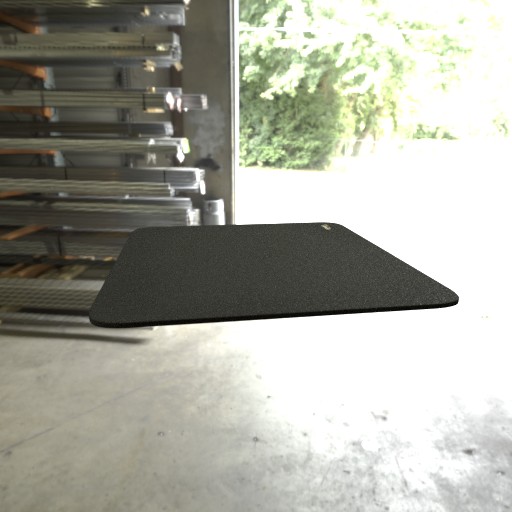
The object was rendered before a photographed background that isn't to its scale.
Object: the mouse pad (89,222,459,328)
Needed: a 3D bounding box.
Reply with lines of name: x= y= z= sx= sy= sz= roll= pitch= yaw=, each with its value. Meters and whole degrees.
mouse pad: x=0.000 y=0.000 z=0.334 sx=0.203 sy=0.003 sz=0.229 roll=-2 pitch=16 yaw=-8
